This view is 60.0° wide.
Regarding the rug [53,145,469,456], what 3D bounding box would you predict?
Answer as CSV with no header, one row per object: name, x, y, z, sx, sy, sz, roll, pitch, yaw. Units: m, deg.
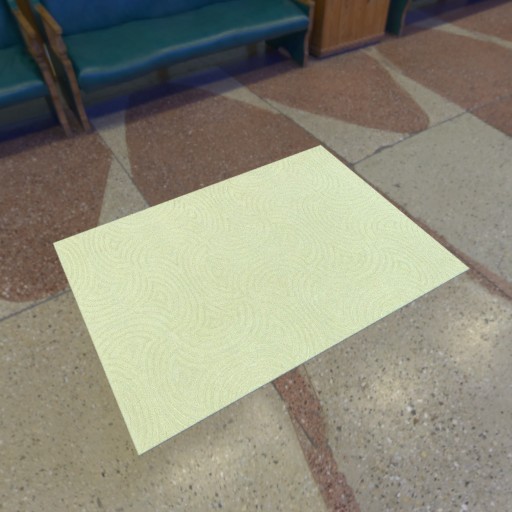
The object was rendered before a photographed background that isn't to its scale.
rug,0.000,0.000,2.781,2.132,0.015,1.526,-24,52,-20
